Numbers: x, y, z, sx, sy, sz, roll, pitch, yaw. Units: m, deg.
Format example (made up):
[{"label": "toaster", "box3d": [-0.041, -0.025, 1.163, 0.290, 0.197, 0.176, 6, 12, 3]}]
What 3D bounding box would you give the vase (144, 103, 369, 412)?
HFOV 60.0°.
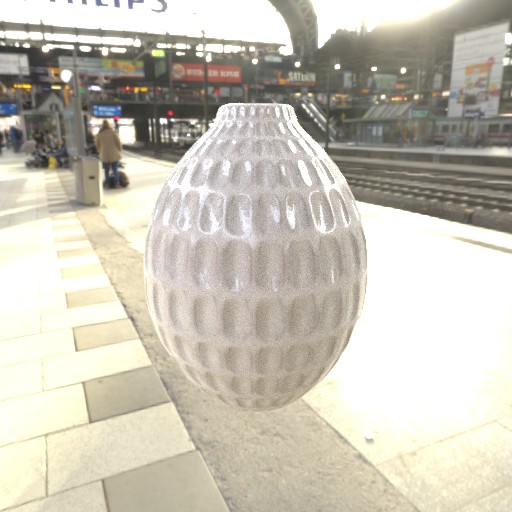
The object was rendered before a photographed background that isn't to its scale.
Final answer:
[{"label": "vase", "box3d": [0.000, 0.000, 0.259, 0.128, 0.167, 0.128, 0, 16, 0]}]
